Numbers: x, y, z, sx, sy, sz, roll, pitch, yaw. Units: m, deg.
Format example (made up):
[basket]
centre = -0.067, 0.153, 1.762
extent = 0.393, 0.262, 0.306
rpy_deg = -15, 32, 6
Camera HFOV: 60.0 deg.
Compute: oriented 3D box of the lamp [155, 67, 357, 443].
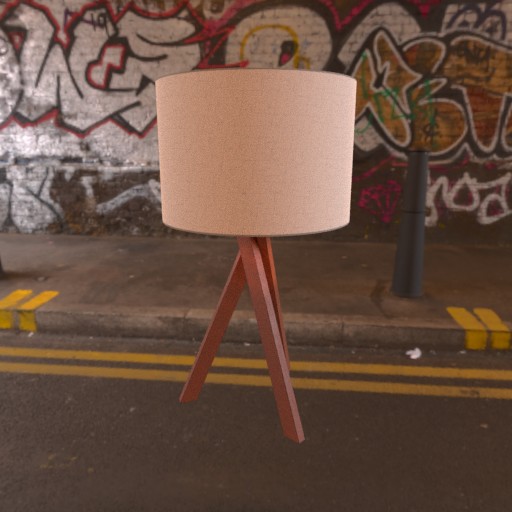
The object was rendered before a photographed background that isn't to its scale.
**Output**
[lamp]
centre = 0.000, 0.000, 0.940
extent = 0.380, 0.686, 0.380
rpy_deg = 14, 20, 43
